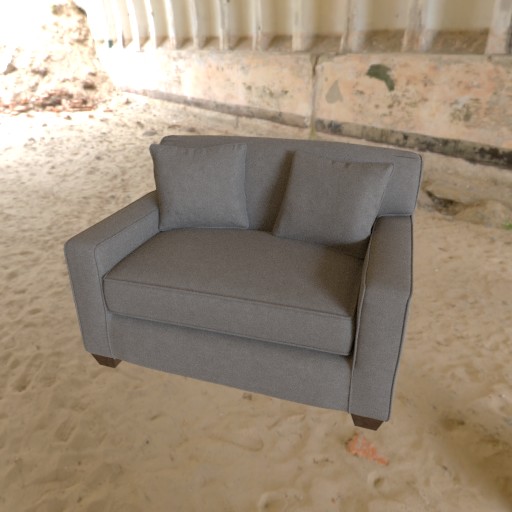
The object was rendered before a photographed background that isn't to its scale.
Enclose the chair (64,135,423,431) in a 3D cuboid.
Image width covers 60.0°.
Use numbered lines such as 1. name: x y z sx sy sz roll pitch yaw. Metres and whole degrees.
1. chair: 0.000 0.000 2.088 1.395 0.953 0.992 8 27 16
